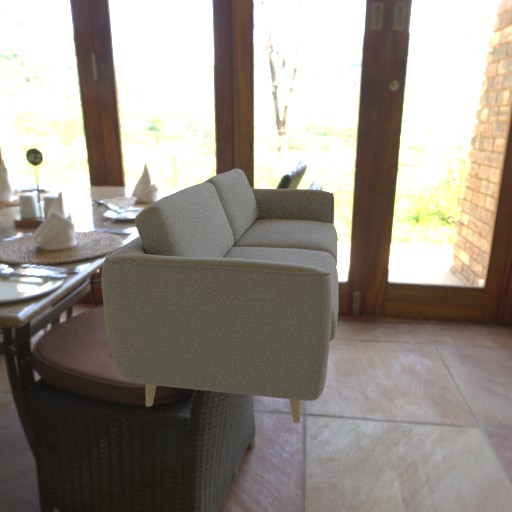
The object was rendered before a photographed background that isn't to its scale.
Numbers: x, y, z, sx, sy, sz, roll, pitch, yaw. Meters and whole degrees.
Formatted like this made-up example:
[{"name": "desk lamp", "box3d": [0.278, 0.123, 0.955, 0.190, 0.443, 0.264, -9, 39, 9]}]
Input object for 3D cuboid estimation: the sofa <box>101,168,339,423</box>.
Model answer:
[{"name": "sofa", "box3d": [0.000, 0.000, 2.503, 0.920, 0.850, 2.000, 3, 17, 10]}]
